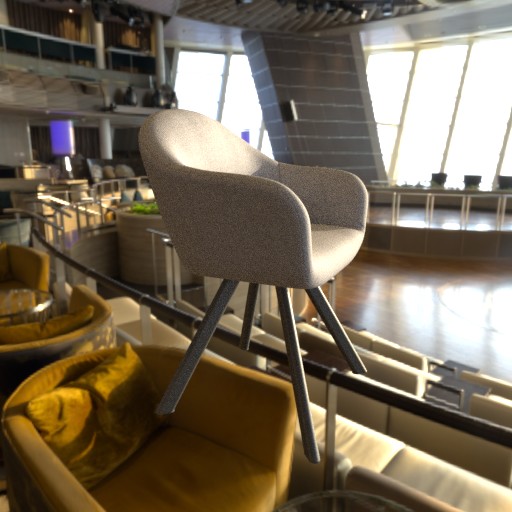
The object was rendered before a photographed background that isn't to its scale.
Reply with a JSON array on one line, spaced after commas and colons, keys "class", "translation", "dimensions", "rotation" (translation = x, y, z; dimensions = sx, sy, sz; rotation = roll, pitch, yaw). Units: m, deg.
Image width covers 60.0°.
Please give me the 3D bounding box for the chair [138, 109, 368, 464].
[{"class": "chair", "translation": [0.000, 0.000, 1.228], "dimensions": [0.550, 0.795, 0.590], "rotation": [6, 14, 26]}]
